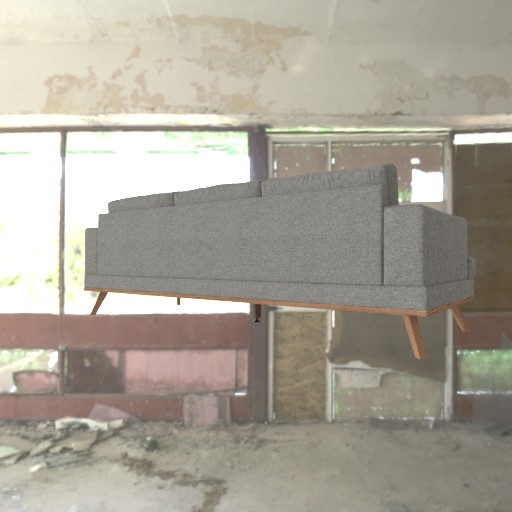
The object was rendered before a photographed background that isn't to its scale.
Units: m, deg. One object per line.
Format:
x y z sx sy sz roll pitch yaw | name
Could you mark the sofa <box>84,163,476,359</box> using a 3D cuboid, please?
0.000 0.000 2.730 2.310 0.810 0.920 0 0 37 | sofa
